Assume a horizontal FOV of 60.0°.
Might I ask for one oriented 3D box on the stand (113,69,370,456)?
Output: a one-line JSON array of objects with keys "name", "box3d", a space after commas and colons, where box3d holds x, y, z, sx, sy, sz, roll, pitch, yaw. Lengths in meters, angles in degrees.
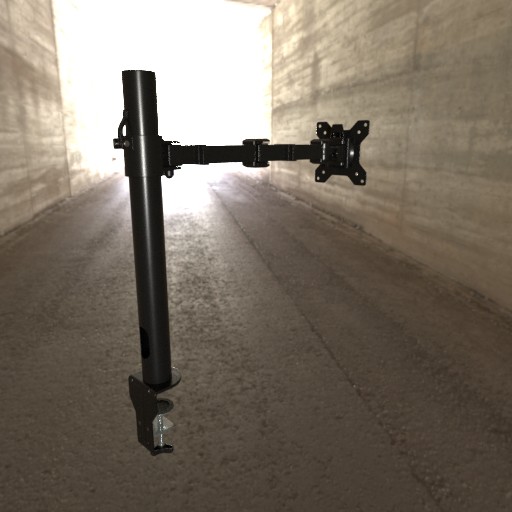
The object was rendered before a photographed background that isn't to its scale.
[{"name": "stand", "box3d": [0.000, 0.000, 0.709, 0.115, 0.510, 0.456, 14, 20, 42]}]
